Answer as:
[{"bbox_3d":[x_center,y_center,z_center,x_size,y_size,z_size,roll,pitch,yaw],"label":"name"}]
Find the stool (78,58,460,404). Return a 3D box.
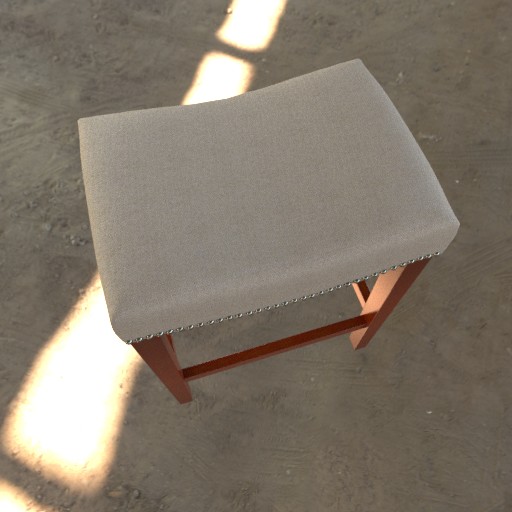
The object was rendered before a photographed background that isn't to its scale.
[{"bbox_3d":[0.000,0.000,0.923,0.509,0.632,0.375,-15,64,-8],"label":"stool"}]
